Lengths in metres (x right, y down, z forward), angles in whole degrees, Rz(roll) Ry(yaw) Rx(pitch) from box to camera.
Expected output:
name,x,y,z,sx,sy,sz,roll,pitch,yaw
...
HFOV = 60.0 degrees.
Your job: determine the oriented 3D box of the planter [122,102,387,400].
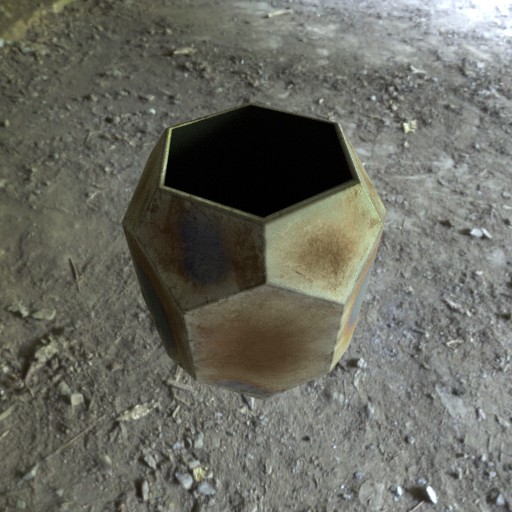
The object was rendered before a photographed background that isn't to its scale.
name,x,y,z,sx,sy,sz,roll,pitch,yaw
planter,0.000,0.000,0.441,0.221,0.238,0.243,-25,51,-23
